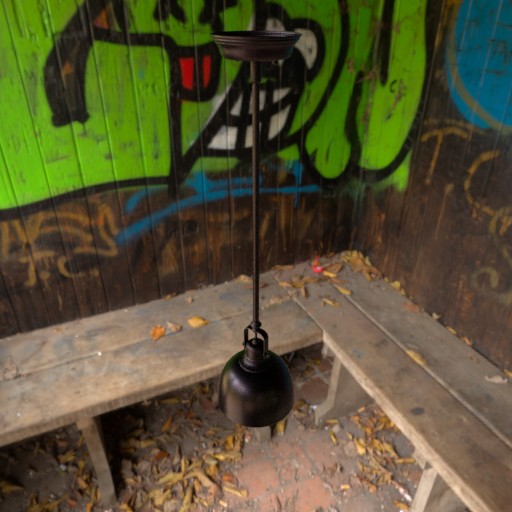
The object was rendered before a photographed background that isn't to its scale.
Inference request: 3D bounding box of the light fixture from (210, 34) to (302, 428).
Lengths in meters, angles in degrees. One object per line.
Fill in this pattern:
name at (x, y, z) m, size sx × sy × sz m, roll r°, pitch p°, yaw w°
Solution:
light fixture at (0.000, 0.000, 0.854) m, size 0.182 × 0.768 × 0.182 m, roll 21°, pitch 36°, yaw 31°
